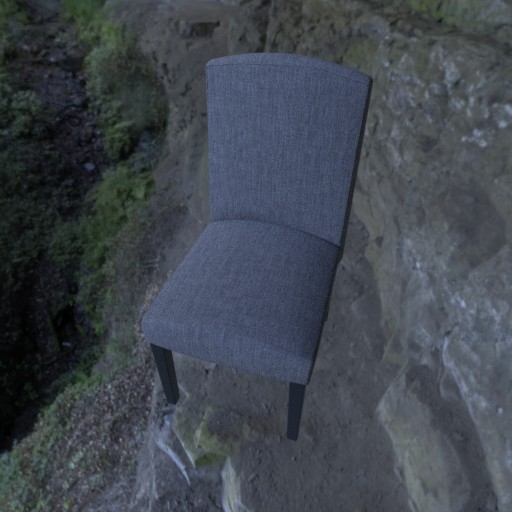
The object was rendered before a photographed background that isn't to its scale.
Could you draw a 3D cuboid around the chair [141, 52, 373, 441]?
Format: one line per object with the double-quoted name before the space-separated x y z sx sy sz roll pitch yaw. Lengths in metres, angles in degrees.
"chair" 0.000 0.000 1.236 0.451 0.917 0.580 12 42 13
